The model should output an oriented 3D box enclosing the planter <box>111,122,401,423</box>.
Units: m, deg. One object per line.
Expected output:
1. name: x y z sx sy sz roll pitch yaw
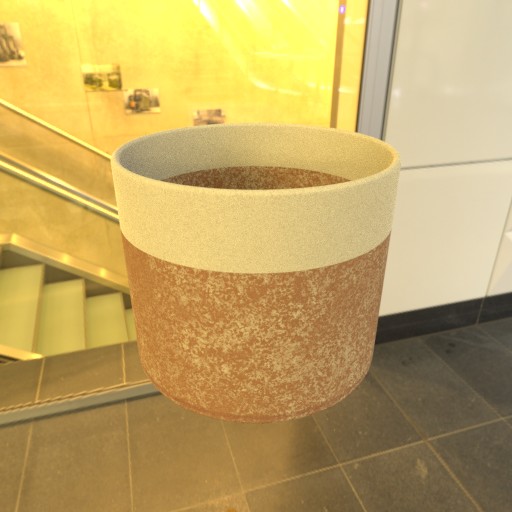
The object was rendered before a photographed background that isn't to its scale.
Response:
1. planter: 0.000 0.000 0.282 0.159 0.138 0.159 0 27 0
